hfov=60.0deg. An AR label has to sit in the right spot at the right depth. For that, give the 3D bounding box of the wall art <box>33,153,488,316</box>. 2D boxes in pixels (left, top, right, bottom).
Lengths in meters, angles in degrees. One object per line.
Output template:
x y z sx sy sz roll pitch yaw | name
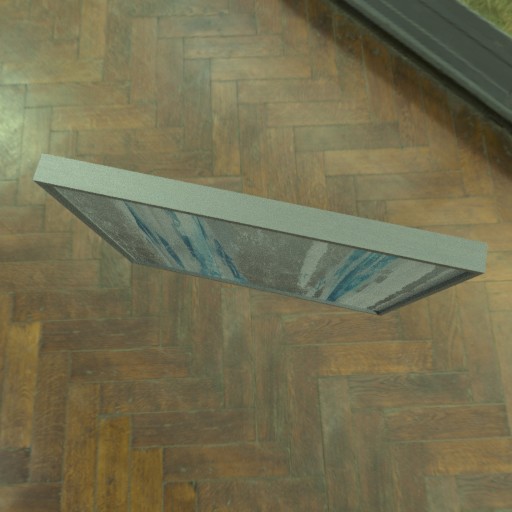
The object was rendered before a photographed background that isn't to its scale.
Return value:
0.000 0.000 0.757 0.557 0.450 0.037 12 76 3 | wall art
